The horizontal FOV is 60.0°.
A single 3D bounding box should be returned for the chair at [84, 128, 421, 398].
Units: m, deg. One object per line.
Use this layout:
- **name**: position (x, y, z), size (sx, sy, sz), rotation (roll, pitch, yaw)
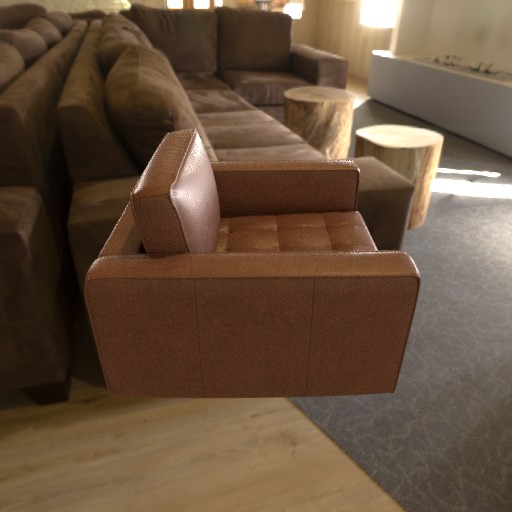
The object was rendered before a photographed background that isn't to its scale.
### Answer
- **chair**: position (0.000, 0.000, 1.585), size (0.900, 0.770, 0.920), rotation (0, 31, 0)
